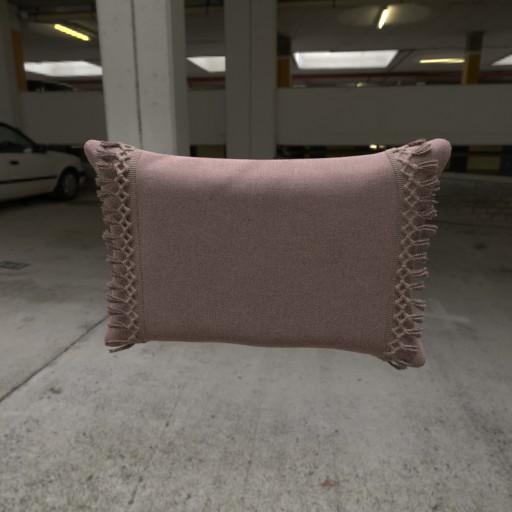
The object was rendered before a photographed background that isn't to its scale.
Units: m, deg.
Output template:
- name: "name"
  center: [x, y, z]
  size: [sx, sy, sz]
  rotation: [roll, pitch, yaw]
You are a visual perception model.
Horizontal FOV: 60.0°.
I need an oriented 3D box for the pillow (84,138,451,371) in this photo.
- name: "pillow"
  center: [0.000, 0.000, 0.593]
  size: [0.466, 0.305, 0.084]
  rotation: [2, 15, 9]
